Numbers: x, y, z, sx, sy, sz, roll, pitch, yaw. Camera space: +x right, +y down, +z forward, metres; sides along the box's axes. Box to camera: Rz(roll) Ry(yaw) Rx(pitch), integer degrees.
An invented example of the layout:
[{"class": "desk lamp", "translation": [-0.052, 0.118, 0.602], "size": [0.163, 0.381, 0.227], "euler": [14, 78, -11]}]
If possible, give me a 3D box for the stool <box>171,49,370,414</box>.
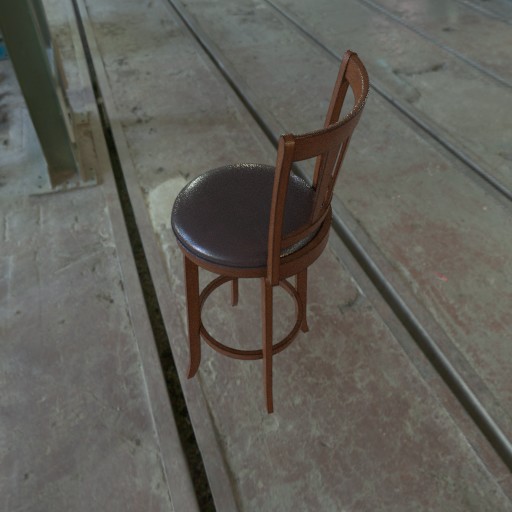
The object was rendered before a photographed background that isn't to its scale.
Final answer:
[{"class": "stool", "translation": [0.000, 0.000, 1.420], "size": [0.503, 1.177, 0.464], "euler": [18, 49, 17]}]
